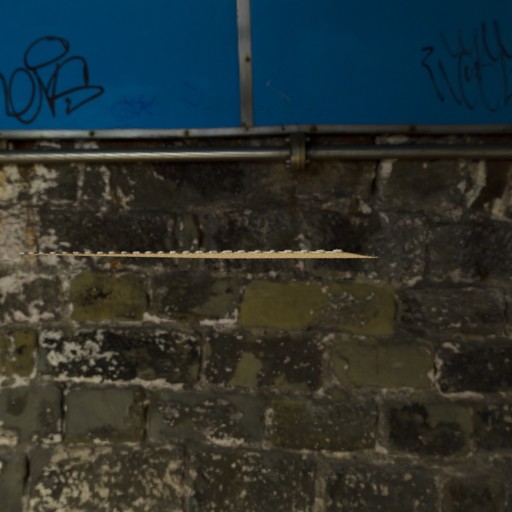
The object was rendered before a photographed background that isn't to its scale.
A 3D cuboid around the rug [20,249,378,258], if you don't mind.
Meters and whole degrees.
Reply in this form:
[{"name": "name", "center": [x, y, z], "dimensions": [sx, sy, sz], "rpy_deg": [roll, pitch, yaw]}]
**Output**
[{"name": "rug", "center": [0.000, 0.000, 2.492], "dimensions": [1.229, 0.011, 2.096], "rpy_deg": [0, -1, 18]}]
